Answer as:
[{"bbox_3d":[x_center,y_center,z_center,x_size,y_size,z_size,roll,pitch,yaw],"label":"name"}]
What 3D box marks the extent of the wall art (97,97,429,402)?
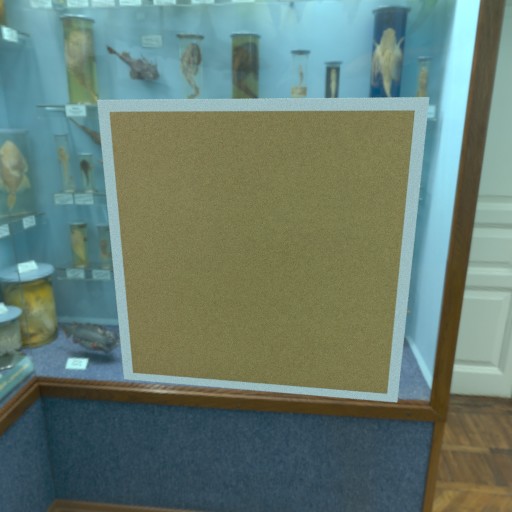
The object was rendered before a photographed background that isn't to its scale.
[{"bbox_3d":[0.000,0.000,0.460,0.307,0.307,0.020,2,17,8],"label":"wall art"}]
